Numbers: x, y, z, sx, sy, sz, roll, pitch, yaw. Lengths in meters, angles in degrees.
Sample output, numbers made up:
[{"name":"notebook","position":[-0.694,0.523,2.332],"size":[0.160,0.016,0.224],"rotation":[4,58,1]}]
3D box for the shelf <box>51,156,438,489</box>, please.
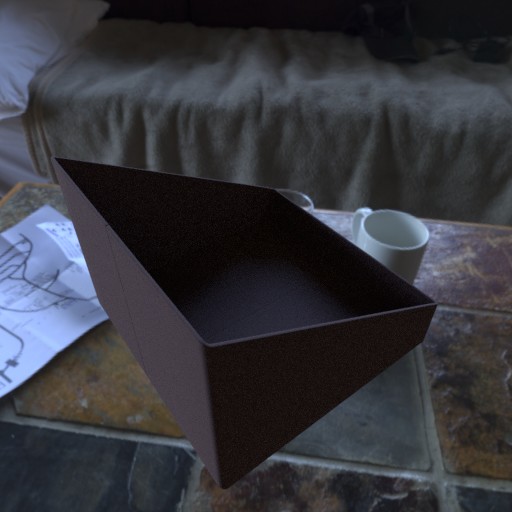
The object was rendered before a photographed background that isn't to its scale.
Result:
[{"name":"shelf","position":[0.000,0.000,0.482],"size":[0.292,0.210,0.292],"rotation":[-26,47,-27]}]
